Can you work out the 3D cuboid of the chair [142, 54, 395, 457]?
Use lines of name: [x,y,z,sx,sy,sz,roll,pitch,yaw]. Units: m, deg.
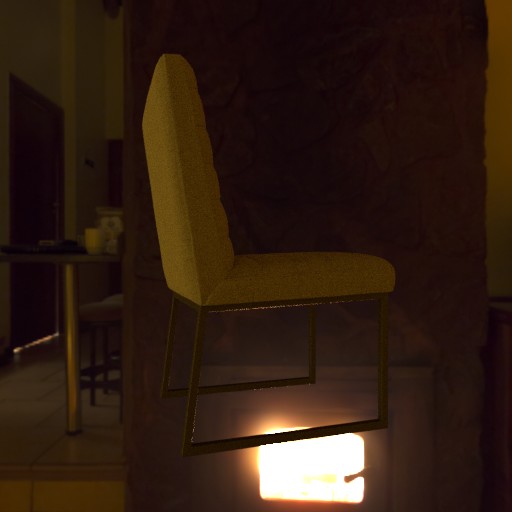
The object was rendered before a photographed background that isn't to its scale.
chair: [0.000,0.000,1.321,0.634,0.930,0.520,0,0,-18]
